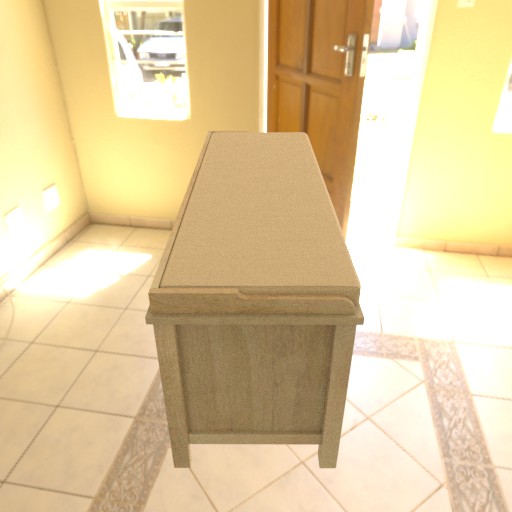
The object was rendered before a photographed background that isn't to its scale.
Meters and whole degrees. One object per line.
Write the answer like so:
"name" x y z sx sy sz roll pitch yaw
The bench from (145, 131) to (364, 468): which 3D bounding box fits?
"bench" 0.000 0.000 1.398 0.398 0.501 1.140 0 30 0
